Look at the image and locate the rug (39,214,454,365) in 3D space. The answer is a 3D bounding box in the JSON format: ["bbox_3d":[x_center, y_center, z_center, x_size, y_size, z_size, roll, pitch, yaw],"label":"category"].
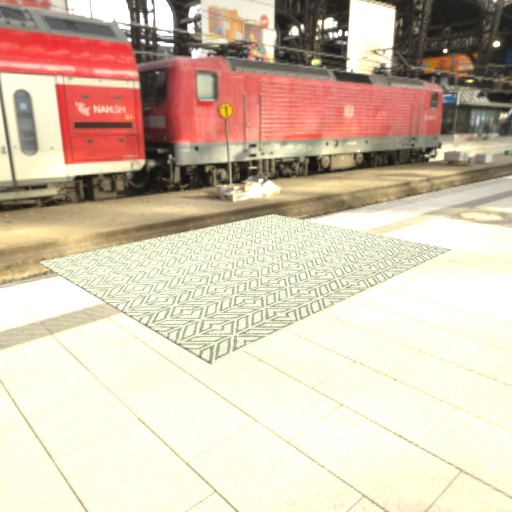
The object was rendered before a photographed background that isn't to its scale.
[{"bbox_3d":[0.000,0.000,4.139,3.050,0.017,2.441,-16,23,-42],"label":"rug"}]
